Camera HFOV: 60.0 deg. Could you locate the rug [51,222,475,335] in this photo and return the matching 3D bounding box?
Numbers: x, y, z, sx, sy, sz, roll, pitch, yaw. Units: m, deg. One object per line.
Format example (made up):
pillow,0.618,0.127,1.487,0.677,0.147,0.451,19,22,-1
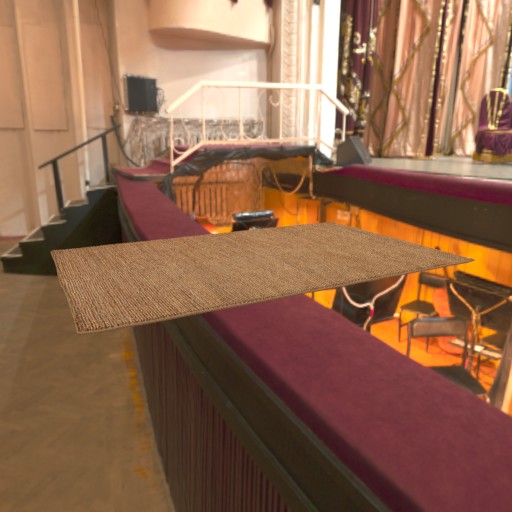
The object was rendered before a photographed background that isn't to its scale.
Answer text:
rug,0.000,0.000,2.987,2.438,0.034,1.521,-8,17,-27
